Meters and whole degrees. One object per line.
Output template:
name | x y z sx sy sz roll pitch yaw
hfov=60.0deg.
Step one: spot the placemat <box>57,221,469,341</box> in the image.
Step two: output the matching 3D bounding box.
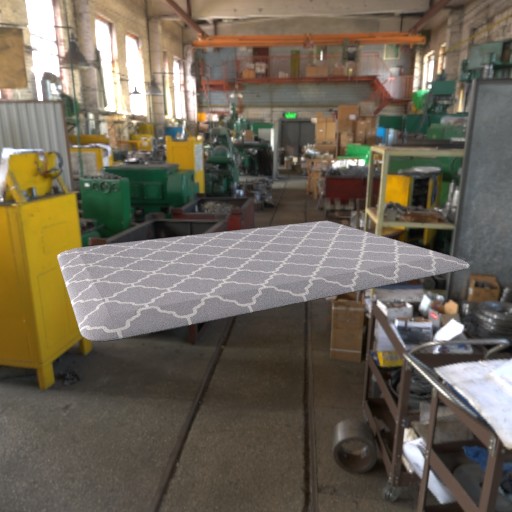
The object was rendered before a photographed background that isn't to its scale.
placemat | 0.000 0.000 0.956 0.762 0.021 0.508 -8 18 -26
